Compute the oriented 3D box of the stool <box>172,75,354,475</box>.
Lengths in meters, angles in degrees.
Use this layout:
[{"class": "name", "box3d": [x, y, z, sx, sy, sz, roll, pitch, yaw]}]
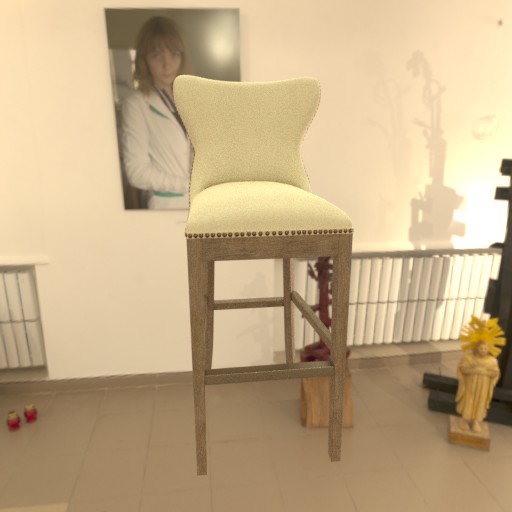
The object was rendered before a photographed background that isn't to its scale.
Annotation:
[{"class": "stool", "box3d": [0.000, 0.000, 1.427, 0.494, 1.123, 0.606, -2, 16, -8]}]
